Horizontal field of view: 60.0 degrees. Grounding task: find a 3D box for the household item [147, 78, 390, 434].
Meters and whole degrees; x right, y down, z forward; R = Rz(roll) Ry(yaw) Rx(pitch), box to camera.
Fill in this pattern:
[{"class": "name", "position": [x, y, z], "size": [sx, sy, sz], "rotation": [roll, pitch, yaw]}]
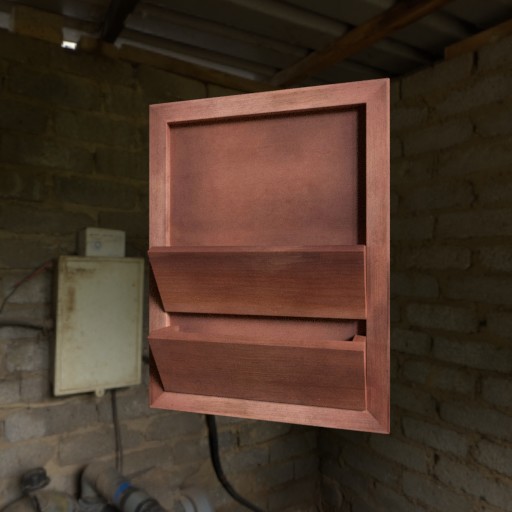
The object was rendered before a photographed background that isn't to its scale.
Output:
[{"class": "household item", "position": [0.000, 0.000, 0.537], "size": [0.310, 0.407, 0.067], "rotation": [0, 0, 17]}]
